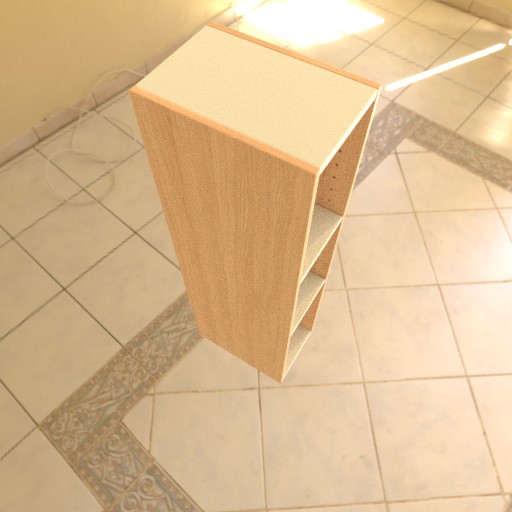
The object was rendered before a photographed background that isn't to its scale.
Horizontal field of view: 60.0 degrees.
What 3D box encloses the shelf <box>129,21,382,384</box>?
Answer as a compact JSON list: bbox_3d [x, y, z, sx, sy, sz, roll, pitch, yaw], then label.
[{"bbox_3d":[0.000,0.000,0.984,0.290,0.882,0.197,28,62,16],"label":"shelf"}]
